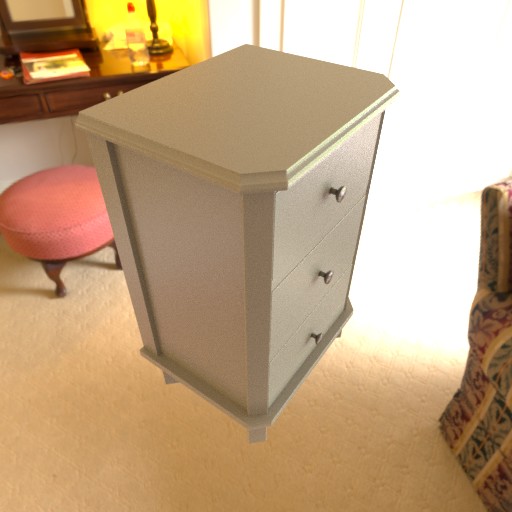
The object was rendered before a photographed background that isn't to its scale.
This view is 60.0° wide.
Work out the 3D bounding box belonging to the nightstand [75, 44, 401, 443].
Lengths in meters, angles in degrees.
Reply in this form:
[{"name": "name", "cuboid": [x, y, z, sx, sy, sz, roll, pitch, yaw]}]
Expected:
[{"name": "nightstand", "cuboid": [0.000, 0.000, 0.926, 0.348, 0.680, 0.435, 25, 47, 26]}]
